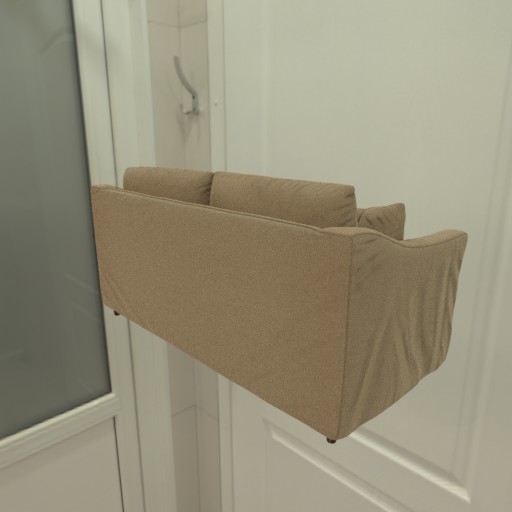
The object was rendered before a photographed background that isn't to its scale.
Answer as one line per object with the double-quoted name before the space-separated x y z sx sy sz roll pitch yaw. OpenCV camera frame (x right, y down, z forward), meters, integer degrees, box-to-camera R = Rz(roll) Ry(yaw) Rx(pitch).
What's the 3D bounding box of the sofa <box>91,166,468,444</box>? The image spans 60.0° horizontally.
"sofa" 0.000 0.000 2.599 1.072 1.018 2.010 -15 21 -42
